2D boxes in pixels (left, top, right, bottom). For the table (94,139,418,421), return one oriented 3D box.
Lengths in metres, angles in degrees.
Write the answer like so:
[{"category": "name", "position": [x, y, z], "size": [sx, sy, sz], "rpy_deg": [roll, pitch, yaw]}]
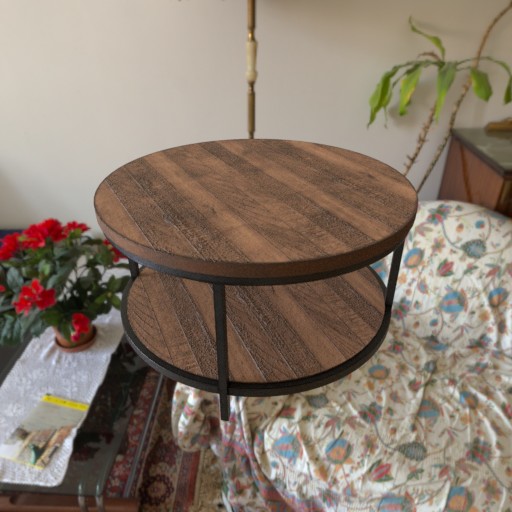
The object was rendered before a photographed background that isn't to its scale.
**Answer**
[{"category": "table", "position": [0.000, 0.000, 1.315], "size": [0.837, 0.462, 0.837], "rpy_deg": [0, 31, 0]}]
